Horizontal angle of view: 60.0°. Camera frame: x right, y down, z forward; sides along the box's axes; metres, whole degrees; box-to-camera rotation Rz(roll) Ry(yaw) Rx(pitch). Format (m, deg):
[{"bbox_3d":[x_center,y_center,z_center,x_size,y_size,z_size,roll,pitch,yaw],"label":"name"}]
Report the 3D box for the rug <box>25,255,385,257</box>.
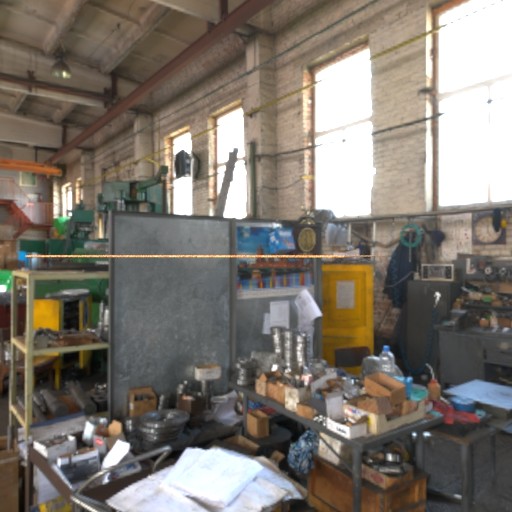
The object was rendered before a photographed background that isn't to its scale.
[{"bbox_3d":[0.000,0.000,2.229,1.143,0.006,1.747,0,0,20],"label":"rug"}]
